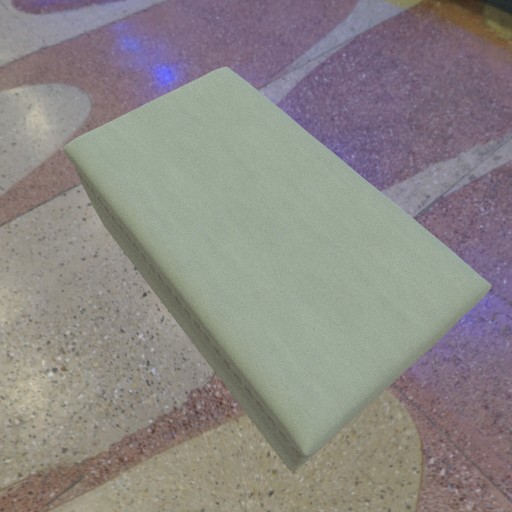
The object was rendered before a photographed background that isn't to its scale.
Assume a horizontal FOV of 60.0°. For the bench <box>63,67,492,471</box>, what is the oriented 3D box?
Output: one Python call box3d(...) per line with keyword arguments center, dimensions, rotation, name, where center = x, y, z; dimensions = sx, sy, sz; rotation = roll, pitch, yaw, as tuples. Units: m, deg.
box3d(center=(0.000, 0.000, 1.140), dimensions=(0.500, 0.449, 0.887), rotation=(-34, 65, -19), name="bench")
